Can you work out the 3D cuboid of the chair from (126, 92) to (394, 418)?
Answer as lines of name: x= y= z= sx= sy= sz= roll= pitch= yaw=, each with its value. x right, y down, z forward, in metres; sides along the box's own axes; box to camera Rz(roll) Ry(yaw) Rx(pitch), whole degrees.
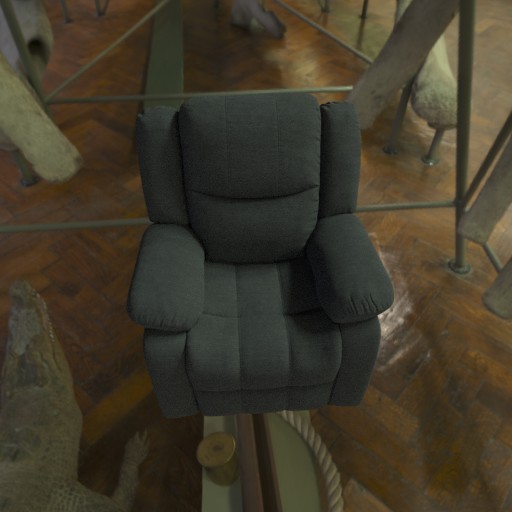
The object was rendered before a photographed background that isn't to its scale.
chair: x=0.000 y=0.000 z=1.750 sx=0.899 sy=1.008 sz=0.944 roll=-3 pitch=47 yaw=-3
